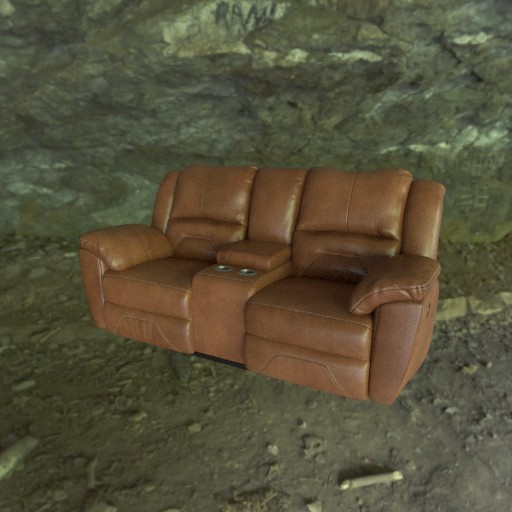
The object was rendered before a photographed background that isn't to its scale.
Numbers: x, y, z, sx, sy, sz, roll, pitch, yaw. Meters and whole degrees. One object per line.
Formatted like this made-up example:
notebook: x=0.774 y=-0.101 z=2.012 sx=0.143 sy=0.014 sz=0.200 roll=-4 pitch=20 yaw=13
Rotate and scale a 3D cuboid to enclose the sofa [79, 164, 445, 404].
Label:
sofa: x=0.000 y=0.000 z=2.676 sx=2.058 sy=1.043 sz=0.991 roll=8 pitch=16 yaw=27
